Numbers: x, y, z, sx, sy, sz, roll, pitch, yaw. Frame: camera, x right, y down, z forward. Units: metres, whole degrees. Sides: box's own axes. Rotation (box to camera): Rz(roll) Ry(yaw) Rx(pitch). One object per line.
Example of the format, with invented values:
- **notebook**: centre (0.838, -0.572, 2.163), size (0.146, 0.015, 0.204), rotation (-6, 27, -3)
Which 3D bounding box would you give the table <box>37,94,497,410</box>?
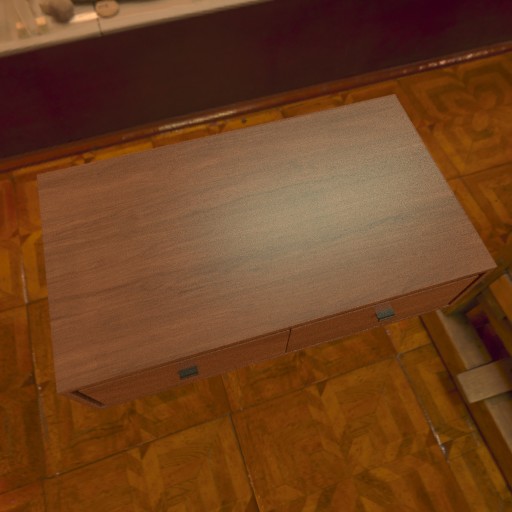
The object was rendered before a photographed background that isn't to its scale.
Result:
- **table**: centre (0.000, 0.000, 1.267), size (1.020, 0.380, 0.600), rotation (-15, 64, -7)
